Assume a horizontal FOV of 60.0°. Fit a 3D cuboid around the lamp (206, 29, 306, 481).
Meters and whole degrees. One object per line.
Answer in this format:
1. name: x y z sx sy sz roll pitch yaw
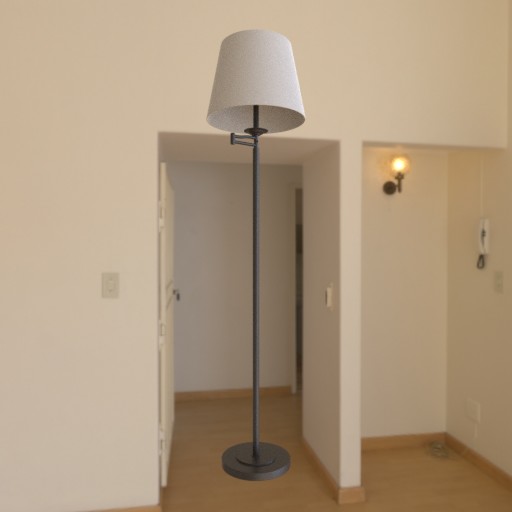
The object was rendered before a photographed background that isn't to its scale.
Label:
1. lamp: 0.000 0.000 1.567 0.348 1.473 0.348 0 0 -35
